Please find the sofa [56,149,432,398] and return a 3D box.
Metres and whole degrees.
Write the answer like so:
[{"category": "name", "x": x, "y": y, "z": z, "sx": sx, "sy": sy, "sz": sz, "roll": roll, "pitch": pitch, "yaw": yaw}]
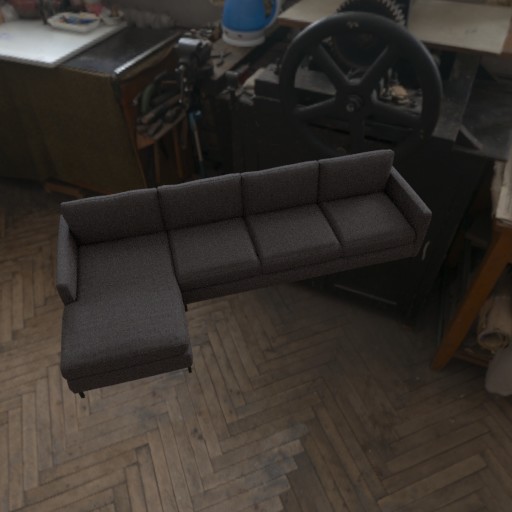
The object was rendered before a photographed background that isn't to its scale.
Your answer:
[{"category": "sofa", "x": 0.000, "y": 0.000, "z": 3.241, "sx": 2.731, "sy": 0.754, "sz": 1.258, "roll": -11, "pitch": 47, "yaw": -11}]
